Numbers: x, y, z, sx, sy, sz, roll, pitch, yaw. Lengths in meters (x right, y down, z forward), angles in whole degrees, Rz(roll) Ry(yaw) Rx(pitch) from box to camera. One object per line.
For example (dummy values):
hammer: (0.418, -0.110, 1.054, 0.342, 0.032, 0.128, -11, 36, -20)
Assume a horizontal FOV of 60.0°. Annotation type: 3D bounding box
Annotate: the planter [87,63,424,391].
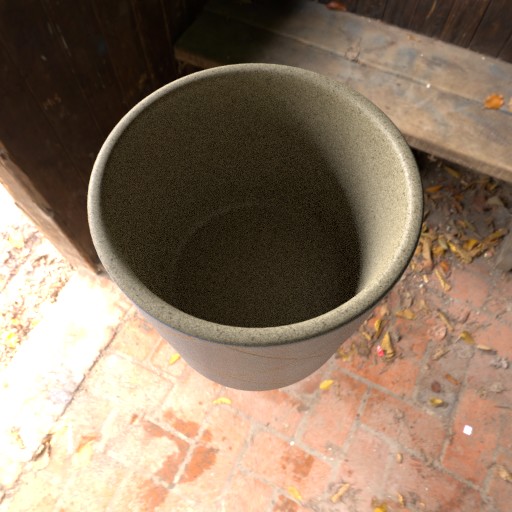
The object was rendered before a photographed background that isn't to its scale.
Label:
planter: (0.000, 0.000, 0.406, 0.227, 0.235, 0.227, 0, 64, 0)
